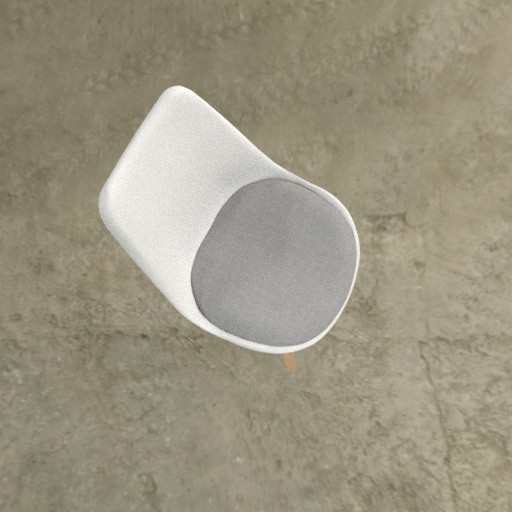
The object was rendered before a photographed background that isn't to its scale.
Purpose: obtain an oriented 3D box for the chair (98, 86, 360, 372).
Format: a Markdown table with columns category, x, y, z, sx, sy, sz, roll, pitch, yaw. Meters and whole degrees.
| category | x | y | z | sx | sy | sz | roll | pitch | yaw |
| --- | --- | --- | --- | --- | --- | --- | --- | --- | --- |
| chair | 0.000 | 0.000 | 1.219 | 0.550 | 0.850 | 0.485 | 26 | 77 | 6 |
